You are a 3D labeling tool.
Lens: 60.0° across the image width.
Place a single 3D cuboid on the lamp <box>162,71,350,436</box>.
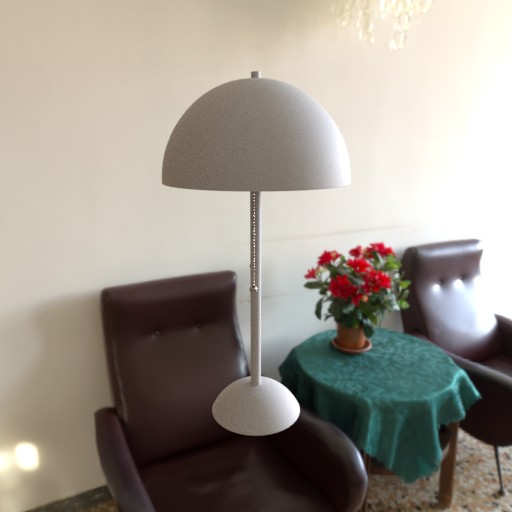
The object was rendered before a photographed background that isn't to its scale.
[{"bbox_3d":[0.000,0.000,0.427,0.171,0.330,0.171,0,14,0],"label":"lamp"}]
